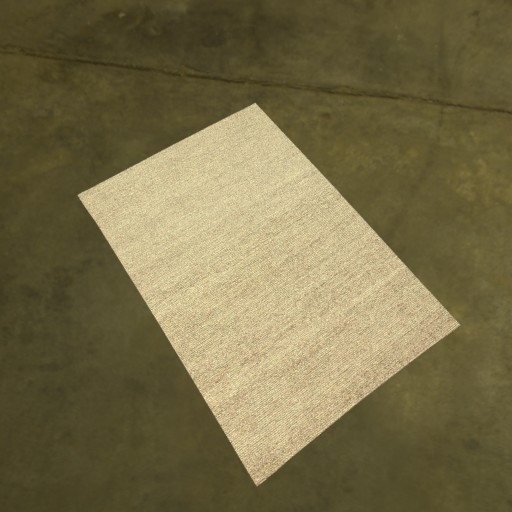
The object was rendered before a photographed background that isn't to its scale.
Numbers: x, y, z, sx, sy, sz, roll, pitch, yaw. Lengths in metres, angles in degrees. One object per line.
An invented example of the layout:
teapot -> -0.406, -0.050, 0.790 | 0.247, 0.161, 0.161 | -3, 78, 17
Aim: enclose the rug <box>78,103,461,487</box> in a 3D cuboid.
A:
rug -> 0.000, 0.000, 3.066 | 1.609, 0.030, 2.342 | -32, 68, -14
